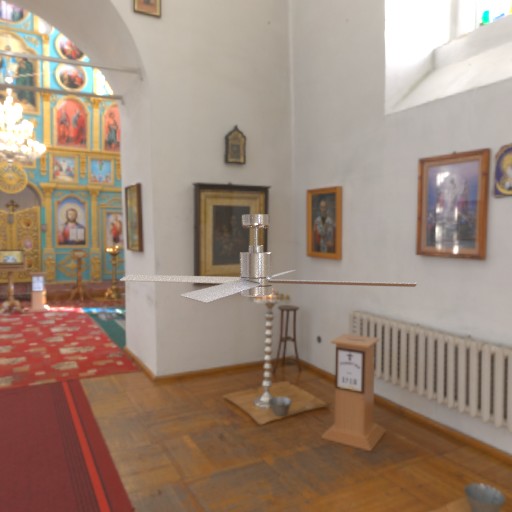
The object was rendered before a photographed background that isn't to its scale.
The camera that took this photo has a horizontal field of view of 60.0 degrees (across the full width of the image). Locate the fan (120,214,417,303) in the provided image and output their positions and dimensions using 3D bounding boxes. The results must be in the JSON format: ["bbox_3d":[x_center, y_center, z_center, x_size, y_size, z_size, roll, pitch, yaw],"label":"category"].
[{"bbox_3d":[0.000,0.000,1.934,1.322,0.355,1.322,0,2,16],"label":"fan"}]
